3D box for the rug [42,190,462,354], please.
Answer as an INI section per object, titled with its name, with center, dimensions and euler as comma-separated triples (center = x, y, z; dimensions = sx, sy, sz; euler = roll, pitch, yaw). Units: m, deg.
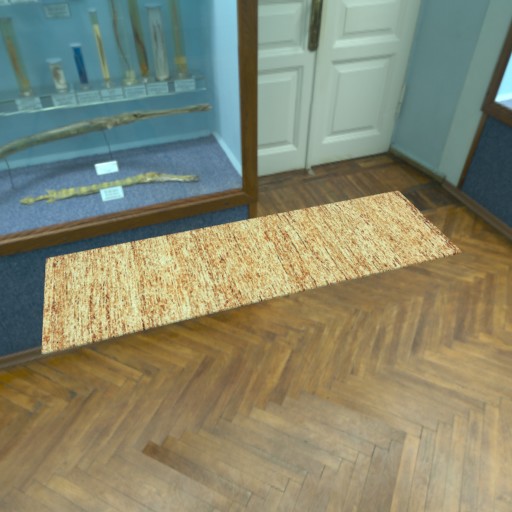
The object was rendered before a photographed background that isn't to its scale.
[rug]
center = 0.000, 0.000, 2.486
dimensions = 2.237, 0.014, 0.680
euler = -12, 43, -14
